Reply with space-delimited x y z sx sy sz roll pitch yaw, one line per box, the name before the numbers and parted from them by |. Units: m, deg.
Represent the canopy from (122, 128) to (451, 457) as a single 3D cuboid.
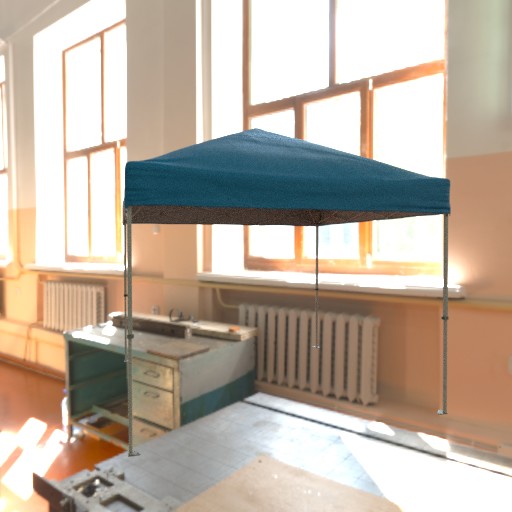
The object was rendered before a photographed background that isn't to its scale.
canopy | 0.000 0.000 5.218 2.998 2.997 2.996 0 1 -17
